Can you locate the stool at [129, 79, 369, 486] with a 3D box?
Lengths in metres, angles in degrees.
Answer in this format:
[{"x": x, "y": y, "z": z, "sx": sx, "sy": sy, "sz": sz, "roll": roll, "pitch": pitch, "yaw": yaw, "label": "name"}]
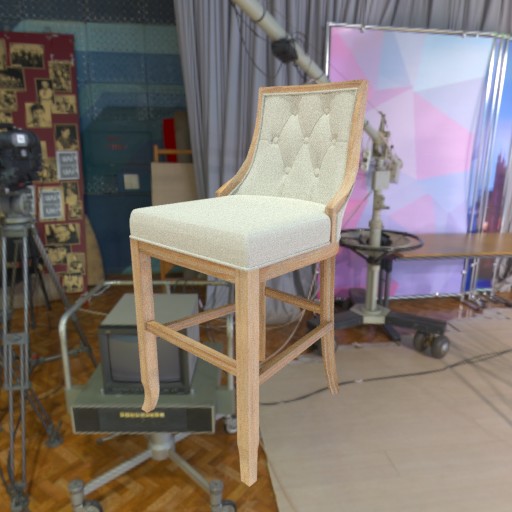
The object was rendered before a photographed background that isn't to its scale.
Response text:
[{"x": 0.000, "y": 0.000, "z": 1.466, "sx": 0.524, "sy": 1.101, "sz": 0.626, "roll": 14, "pitch": 21, "yaw": 40, "label": "stool"}]
